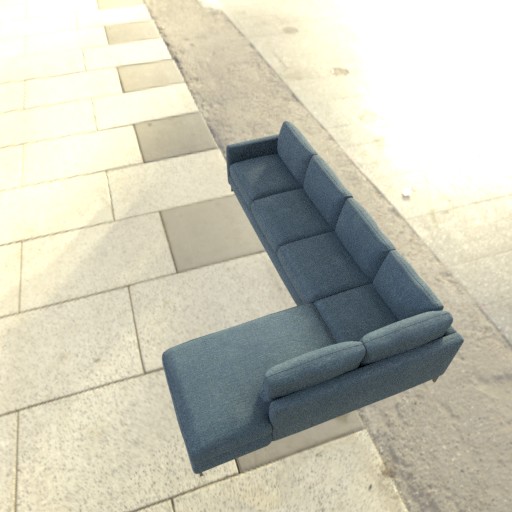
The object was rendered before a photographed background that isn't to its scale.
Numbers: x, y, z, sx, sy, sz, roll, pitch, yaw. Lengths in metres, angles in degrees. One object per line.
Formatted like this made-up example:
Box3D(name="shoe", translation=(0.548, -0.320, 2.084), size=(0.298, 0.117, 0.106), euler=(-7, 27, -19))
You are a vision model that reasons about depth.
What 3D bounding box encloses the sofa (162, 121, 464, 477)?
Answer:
Box3D(name="sofa", translation=(0.000, 0.000, 3.885), size=(2.007, 0.815, 2.949), euler=(-16, 49, -14))
